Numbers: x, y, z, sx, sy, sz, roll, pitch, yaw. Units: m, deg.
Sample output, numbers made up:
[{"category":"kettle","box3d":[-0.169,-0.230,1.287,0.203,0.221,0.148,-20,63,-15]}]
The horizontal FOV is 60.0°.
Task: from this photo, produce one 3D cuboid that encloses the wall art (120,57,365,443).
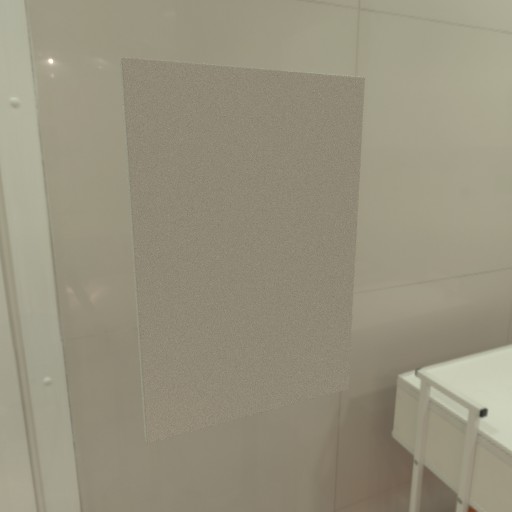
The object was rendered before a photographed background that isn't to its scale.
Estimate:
[{"category":"wall art","box3d":[0.000,0.000,1.501,0.808,1.183,0.038,-6,15,-24]}]
